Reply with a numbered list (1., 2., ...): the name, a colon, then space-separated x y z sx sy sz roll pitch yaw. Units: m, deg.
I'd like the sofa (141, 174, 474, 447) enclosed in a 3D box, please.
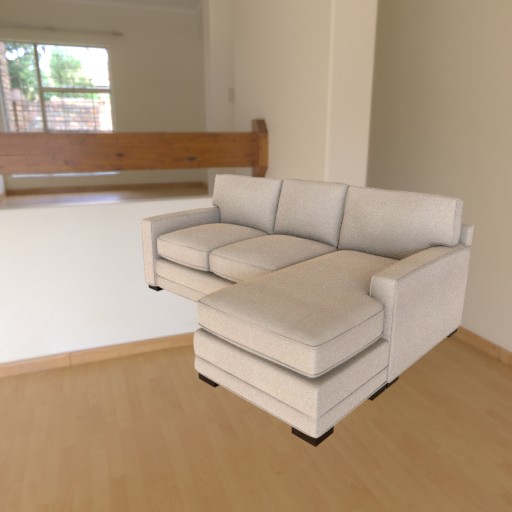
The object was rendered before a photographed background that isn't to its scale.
1. sofa: 0.000 0.000 2.806 2.087 0.861 1.496 15 21 42
